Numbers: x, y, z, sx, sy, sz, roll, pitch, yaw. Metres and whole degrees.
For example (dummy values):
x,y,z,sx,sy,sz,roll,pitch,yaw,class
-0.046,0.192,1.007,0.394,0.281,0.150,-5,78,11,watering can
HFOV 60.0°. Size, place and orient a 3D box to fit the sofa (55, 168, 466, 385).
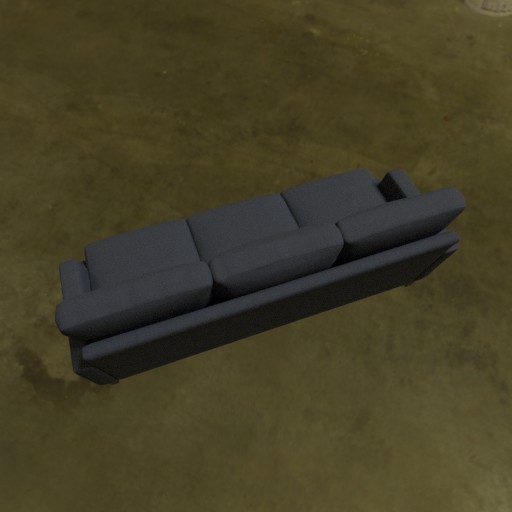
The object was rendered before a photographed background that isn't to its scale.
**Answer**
x,y,z,sx,sy,sz,roll,pitch,yaw,class
0.000,0.000,2.582,2.115,0.984,0.888,-17,59,-10,sofa
